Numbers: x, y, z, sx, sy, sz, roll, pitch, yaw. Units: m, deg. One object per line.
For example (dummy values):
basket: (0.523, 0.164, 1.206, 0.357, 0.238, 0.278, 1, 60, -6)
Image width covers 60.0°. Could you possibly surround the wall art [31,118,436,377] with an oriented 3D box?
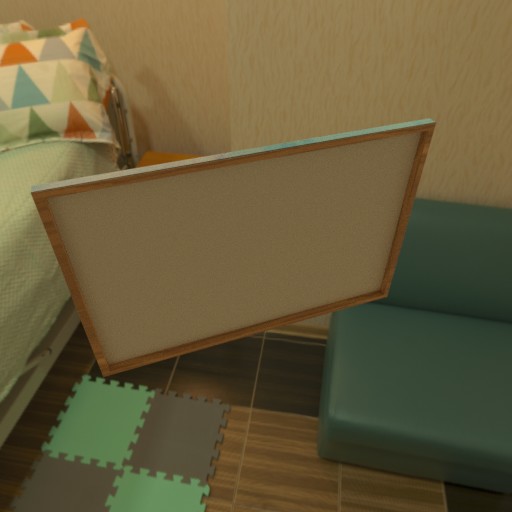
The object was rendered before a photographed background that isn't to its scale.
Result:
wall art: (0.000, 0.000, 0.769, 0.604, 0.402, 0.018, -13, 43, -15)
